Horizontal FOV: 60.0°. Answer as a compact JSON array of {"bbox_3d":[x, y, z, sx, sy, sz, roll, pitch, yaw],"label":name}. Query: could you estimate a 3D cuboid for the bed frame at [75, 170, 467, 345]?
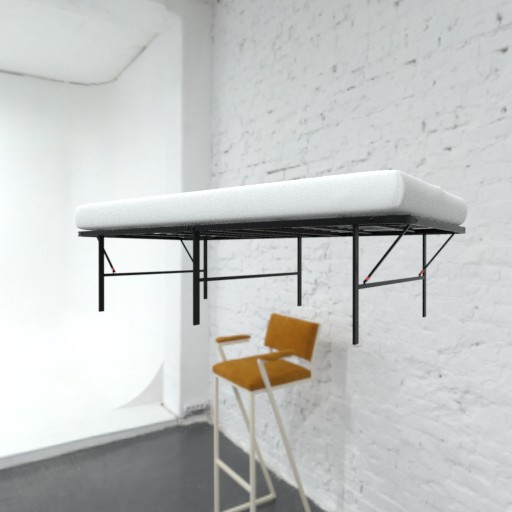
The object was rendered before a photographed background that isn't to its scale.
[{"bbox_3d":[0.000,0.000,2.363,1.903,0.619,0.989,0,0,36],"label":"bed frame"}]
